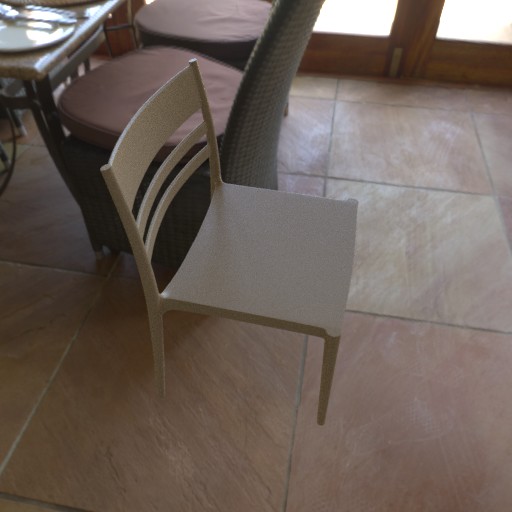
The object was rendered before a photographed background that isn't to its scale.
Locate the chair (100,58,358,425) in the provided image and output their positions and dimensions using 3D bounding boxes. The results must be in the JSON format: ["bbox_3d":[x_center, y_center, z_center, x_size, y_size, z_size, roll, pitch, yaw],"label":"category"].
[{"bbox_3d":[0.000,0.000,1.165,0.511,0.800,0.531,10,47,9],"label":"chair"}]
